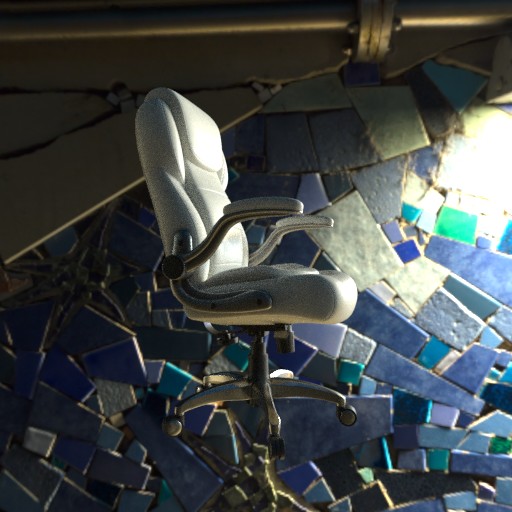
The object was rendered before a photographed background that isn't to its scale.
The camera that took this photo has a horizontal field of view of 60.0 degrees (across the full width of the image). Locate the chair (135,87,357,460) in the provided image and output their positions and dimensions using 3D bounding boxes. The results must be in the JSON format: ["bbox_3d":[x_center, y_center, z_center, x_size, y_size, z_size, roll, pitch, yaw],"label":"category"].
[{"bbox_3d":[0.000,0.000,1.821,0.806,1.330,0.755,0,0,18],"label":"chair"}]
